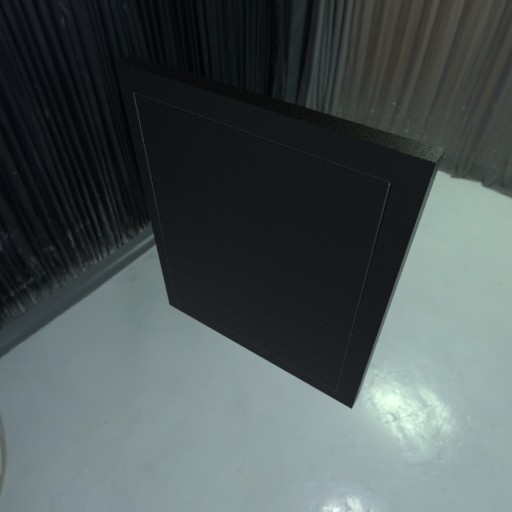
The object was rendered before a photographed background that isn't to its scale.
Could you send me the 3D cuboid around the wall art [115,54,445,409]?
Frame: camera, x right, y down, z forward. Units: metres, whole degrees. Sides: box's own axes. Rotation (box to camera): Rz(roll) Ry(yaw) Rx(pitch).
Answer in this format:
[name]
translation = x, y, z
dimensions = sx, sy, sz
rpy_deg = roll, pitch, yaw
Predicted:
[wall art]
translation = 0.000, 0.000, 0.750
dimensions = 0.461, 0.558, 0.031
rpy_deg = 25, 51, 23
